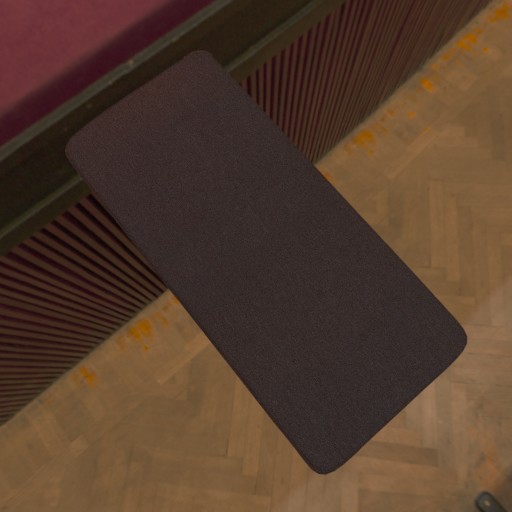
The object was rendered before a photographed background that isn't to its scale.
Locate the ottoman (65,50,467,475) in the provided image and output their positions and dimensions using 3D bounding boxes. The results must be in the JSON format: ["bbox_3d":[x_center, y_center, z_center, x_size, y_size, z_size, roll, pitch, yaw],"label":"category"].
[{"bbox_3d":[0.000,0.000,1.342,0.515,0.460,1.110,-39,79,-9],"label":"ottoman"}]
